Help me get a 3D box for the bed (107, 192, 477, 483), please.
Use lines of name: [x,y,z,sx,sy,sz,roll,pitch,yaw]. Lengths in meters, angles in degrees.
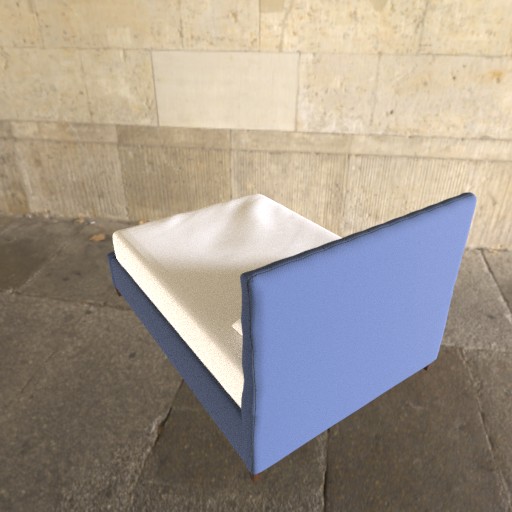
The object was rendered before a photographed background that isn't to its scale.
bed: [0.000,0.000,3.471,1.706,1.427,2.387,-19,35,-29]
